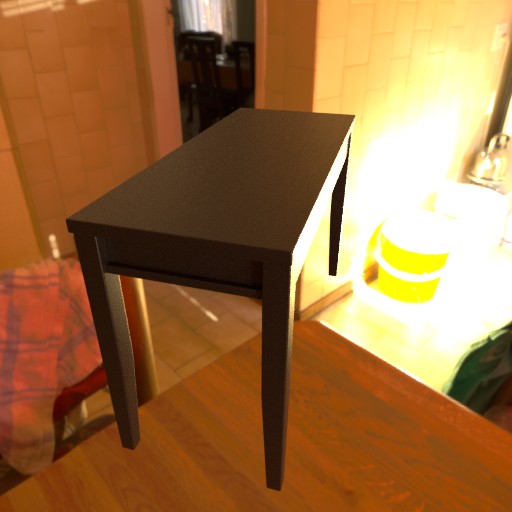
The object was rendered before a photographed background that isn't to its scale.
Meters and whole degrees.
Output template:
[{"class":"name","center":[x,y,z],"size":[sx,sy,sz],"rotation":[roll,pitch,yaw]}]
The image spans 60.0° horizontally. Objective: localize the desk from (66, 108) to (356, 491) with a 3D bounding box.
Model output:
[{"class":"desk","center":[0.000,0.000,1.603],"size":[0.508,0.775,1.220],"rotation":[8,31,14]}]
